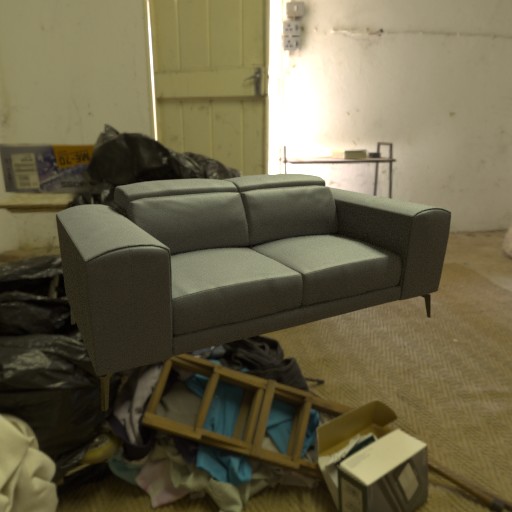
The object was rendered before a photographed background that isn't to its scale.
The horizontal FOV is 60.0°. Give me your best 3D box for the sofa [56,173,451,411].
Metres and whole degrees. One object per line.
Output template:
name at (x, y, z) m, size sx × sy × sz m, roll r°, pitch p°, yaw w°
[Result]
sofa at (0.000, 0.000, 2.410) m, size 1.895 × 0.779 × 1.003 m, roll -9°, pitch 18°, yaw -28°
